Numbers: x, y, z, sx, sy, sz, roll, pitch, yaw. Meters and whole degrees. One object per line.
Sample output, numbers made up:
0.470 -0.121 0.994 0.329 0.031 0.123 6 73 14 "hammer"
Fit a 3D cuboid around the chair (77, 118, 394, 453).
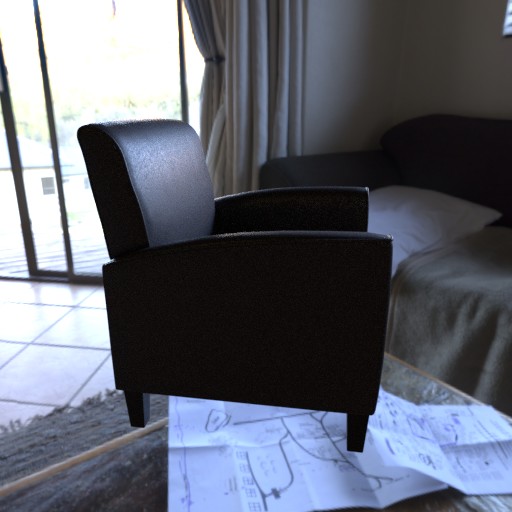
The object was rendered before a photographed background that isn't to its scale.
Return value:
0.000 0.000 1.543 0.819 0.916 0.820 3 18 9 "chair"
